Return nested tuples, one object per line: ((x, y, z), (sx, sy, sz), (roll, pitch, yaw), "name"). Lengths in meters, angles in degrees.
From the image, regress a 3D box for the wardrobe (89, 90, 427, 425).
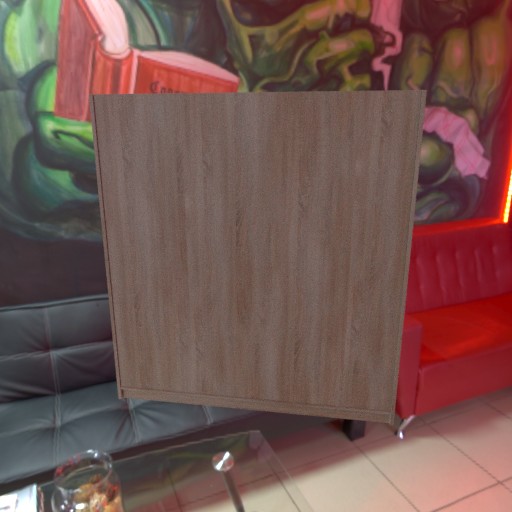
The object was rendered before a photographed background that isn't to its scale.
((0.000, 0.000, 3.170), (1.998, 2.159, 0.598), (2, 16, 9), "wardrobe")
